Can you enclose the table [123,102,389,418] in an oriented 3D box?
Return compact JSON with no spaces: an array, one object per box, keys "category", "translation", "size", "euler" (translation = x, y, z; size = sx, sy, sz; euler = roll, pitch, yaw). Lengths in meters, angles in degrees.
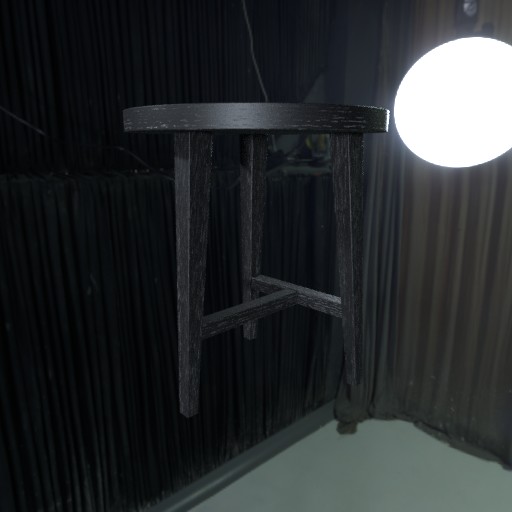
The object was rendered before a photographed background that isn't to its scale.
[{"category":"table","translation":[0.000,0.000,0.749],"size":[0.399,0.460,0.399],"euler":[0,14,0]}]
